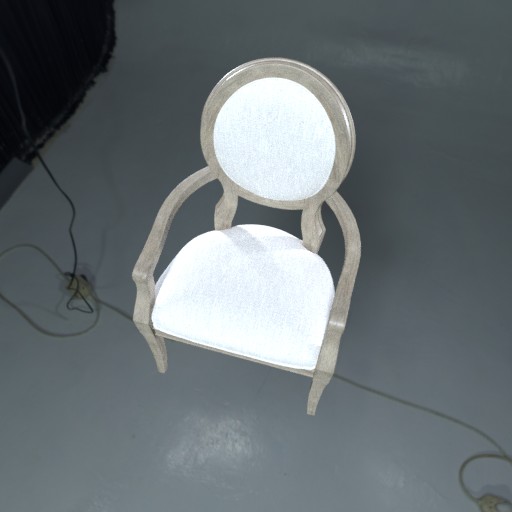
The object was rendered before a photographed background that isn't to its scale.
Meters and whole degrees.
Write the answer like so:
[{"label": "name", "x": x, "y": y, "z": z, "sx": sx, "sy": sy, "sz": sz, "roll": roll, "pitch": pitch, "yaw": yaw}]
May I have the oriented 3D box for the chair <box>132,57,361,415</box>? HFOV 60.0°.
[{"label": "chair", "x": 0.000, "y": 0.000, "z": 1.389, "sx": 0.611, "sy": 0.991, "sz": 0.602, "roll": 13, "pitch": 58, "yaw": 8}]
